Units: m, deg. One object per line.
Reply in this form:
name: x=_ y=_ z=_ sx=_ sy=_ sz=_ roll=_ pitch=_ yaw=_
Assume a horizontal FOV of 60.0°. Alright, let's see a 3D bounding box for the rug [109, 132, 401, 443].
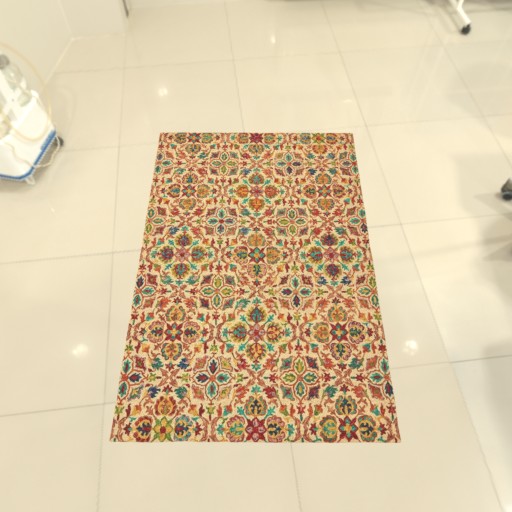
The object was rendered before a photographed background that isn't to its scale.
rug: x=0.000 y=0.000 z=2.339 sx=1.226 sy=0.013 sz=1.838 roll=0 pitch=58 yaw=0
